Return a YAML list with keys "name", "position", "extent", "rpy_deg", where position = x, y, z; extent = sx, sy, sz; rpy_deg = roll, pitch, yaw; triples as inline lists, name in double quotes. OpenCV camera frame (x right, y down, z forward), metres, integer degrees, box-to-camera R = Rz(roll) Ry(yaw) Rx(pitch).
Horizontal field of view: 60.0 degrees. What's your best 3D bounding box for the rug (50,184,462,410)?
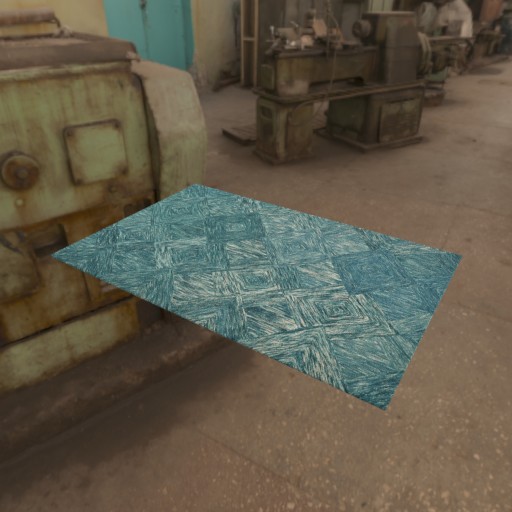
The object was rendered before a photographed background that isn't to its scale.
- name: "rug"
  position: [0.000, 0.000, 2.923]
  extent: [2.277, 0.015, 1.490]
  rpy_deg: [19, 36, 28]
